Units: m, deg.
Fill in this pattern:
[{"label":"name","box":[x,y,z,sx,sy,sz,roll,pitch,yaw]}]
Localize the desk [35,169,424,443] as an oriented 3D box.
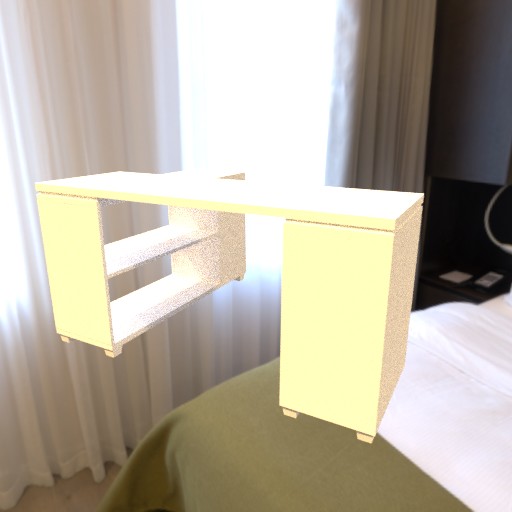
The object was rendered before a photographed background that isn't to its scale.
[{"label":"desk","box":[0.000,0.000,2.183,1.524,0.759,1.199,9,19,27]}]
